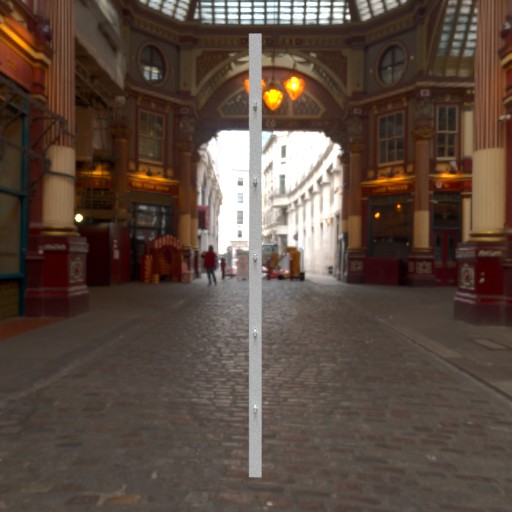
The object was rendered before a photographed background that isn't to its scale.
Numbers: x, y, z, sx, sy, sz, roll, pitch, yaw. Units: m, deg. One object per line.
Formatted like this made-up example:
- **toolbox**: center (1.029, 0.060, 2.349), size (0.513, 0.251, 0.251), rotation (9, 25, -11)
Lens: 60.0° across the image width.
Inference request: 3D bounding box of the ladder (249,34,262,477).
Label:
- **ladder**: center (0.000, 0.000, 1.996), size (0.051, 1.797, 0.452), rotation (0, 0, 1)
